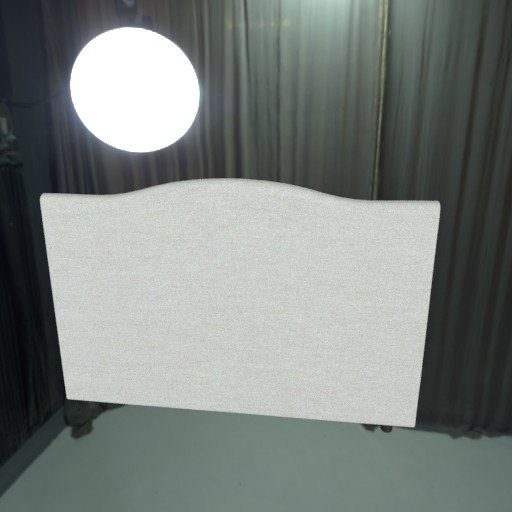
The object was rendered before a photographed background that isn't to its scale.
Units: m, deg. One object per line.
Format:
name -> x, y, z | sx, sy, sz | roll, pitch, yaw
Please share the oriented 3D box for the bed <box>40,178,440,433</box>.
bed -> 0.000, 0.000, 3.451 | 2.083, 1.421, 2.182 | 2, 16, 7
